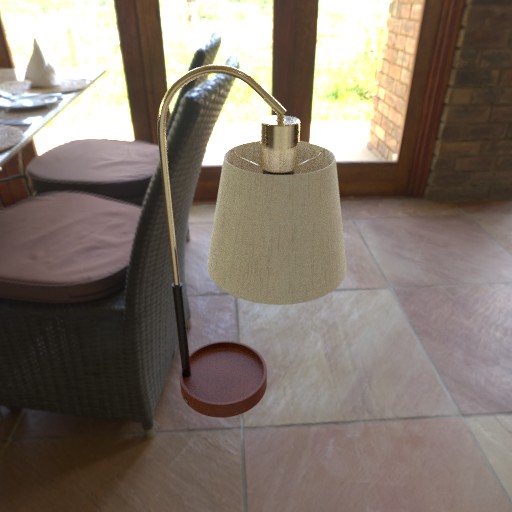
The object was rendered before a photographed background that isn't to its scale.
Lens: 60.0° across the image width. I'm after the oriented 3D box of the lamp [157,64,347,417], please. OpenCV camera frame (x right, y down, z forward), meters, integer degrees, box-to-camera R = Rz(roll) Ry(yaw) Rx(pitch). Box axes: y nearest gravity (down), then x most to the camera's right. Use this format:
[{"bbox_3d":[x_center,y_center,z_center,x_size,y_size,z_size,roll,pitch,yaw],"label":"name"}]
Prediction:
[{"bbox_3d":[0.000,0.000,0.670,0.273,0.536,0.211,0,31,0],"label":"lamp"}]
